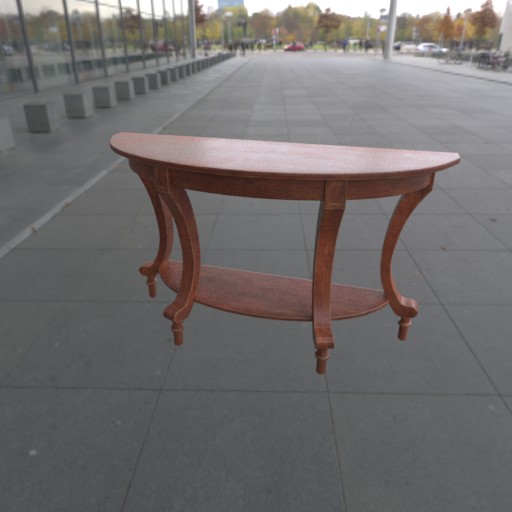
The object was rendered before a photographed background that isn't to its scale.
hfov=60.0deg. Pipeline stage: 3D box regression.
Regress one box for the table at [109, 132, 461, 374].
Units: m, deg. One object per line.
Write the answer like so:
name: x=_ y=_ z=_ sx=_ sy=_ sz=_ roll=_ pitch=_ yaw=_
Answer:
table: x=0.000 y=0.000 z=1.517 sx=1.198 sy=0.699 sz=0.394 roll=8 pitch=27 yaw=15
